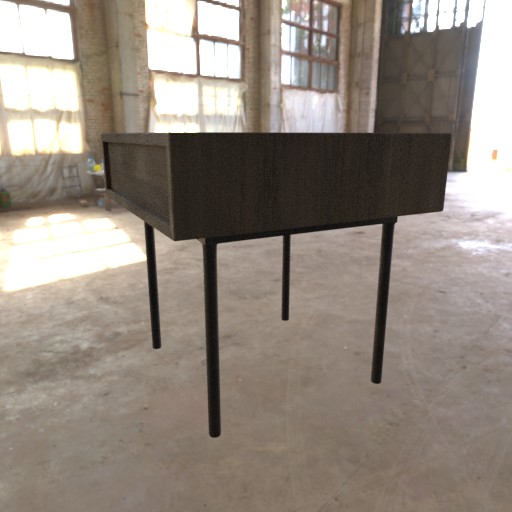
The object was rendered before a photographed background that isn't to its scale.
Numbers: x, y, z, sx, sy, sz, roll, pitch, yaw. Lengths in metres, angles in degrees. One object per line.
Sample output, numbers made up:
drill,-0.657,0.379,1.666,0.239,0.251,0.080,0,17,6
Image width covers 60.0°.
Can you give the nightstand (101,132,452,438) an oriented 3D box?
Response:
nightstand,0.000,0.000,0.930,0.503,0.497,0.502,-8,17,-27
